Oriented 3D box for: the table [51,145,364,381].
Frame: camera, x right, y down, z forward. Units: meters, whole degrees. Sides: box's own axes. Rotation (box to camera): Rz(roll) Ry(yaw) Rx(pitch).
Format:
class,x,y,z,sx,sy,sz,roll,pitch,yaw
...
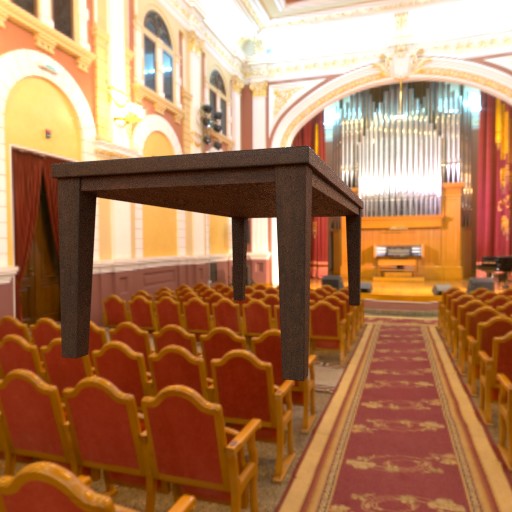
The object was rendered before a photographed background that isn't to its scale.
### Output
class,x,y,z,sx,sy,sz,roll,pitch,yaw
table,0.000,0.000,2.509,1.016,0.762,1.981,1,2,19
